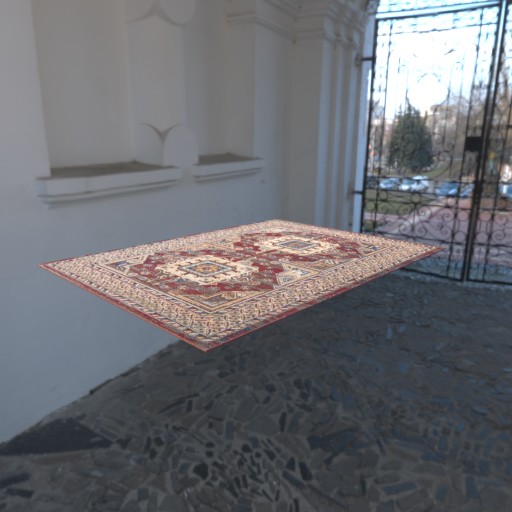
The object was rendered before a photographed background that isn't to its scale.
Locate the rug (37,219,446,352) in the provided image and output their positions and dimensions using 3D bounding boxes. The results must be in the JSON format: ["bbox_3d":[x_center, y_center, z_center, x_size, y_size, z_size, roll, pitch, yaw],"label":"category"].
[{"bbox_3d":[0.000,0.000,4.286,2.381,0.013,3.197,14,21,42],"label":"rug"}]
